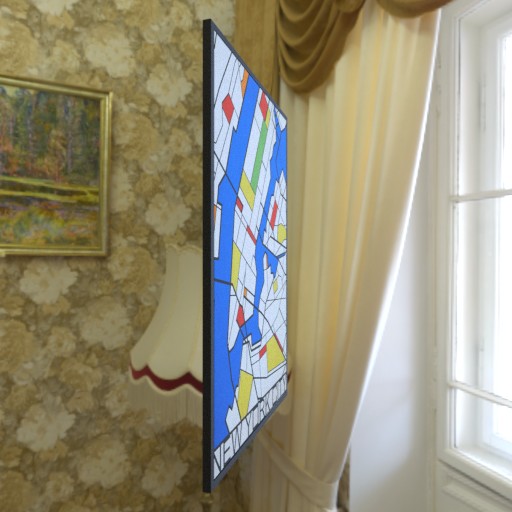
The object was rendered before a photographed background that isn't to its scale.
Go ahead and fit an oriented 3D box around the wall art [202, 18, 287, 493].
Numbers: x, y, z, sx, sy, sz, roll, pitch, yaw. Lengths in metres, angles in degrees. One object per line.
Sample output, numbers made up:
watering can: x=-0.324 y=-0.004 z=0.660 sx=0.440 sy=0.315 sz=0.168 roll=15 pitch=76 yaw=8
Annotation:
wall art: x=0.000 y=0.000 z=0.837 sx=0.013 sy=0.660 sz=0.460 roll=0 pitch=0 yaw=17
